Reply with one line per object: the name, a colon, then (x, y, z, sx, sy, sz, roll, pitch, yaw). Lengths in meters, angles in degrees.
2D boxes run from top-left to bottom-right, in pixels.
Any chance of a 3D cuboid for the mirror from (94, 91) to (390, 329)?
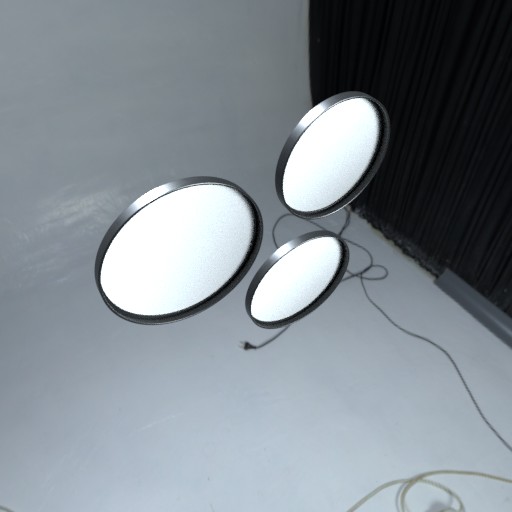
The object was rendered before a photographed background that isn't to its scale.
mirror: (0.000, 0.000, 3.195, 2.160, 2.096, 0.076, -23, 50, -22)
